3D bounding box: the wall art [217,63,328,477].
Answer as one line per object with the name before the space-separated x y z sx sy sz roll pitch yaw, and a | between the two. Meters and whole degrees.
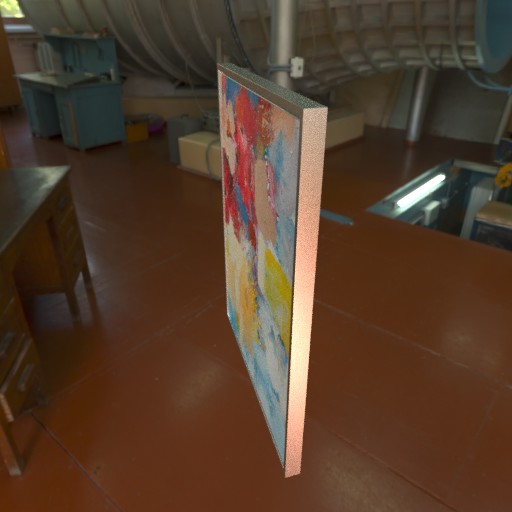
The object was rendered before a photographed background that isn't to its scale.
wall art | 0.000 0.000 0.761 0.025 0.569 0.444 -8 30 -13
